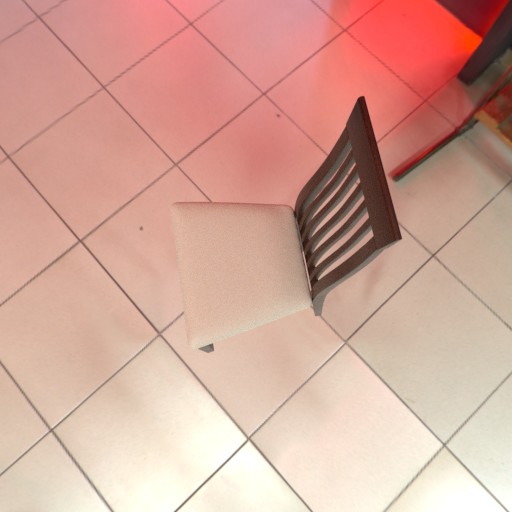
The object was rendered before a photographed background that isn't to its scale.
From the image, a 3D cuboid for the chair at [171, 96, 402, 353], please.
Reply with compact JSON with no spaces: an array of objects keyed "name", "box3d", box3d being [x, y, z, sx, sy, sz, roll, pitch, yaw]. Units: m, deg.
[{"name":"chair","box3d":[0.000,0.000,1.294,0.474,1.027,0.460,-9,75,-2]}]
